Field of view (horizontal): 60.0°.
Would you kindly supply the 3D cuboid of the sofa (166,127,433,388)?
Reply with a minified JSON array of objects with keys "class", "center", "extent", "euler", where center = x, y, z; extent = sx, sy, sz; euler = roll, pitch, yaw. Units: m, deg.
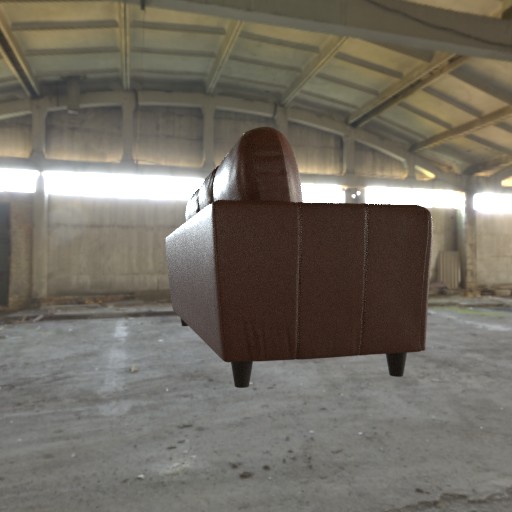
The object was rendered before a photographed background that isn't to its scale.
[{"class":"sofa","center":[0.000,0.000,2.334],"extent":[0.802,0.915,1.862],"euler":[0,-1,-16]}]
